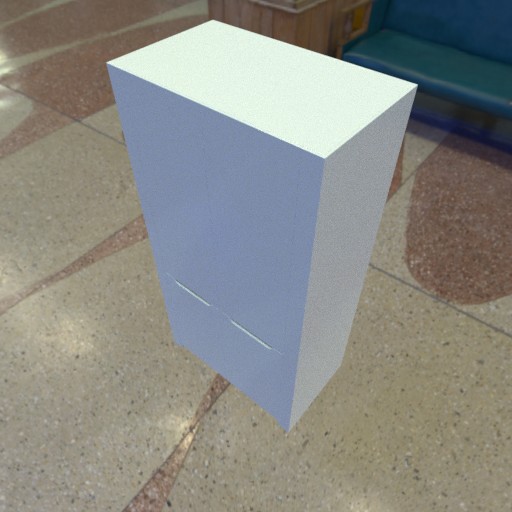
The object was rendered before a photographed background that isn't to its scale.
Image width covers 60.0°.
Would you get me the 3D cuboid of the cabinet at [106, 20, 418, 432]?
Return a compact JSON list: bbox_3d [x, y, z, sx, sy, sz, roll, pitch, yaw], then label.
[{"bbox_3d":[0.000,0.000,2.297,0.980,1.920,0.580,31,54,26],"label":"cabinet"}]
